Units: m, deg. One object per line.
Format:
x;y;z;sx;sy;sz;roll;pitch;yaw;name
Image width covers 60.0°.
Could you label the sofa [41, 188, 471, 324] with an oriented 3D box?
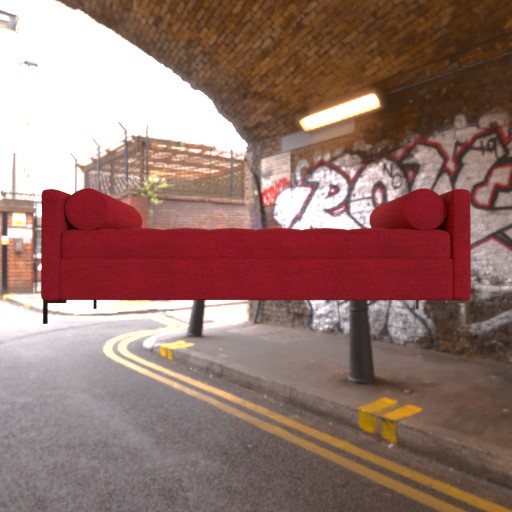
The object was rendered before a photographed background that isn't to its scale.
0.000;0.000;2.371;1.981;0.635;0.686;0;-1;0;sofa
